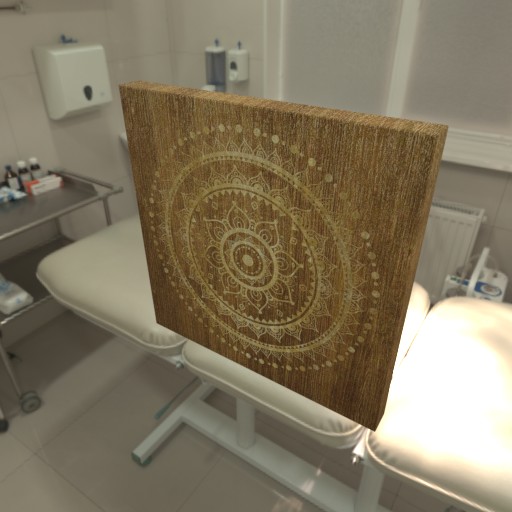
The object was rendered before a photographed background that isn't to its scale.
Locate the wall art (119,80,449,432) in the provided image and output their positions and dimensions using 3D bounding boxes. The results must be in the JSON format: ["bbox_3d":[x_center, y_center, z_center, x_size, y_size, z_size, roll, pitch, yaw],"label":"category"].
[{"bbox_3d":[0.000,0.000,0.598,0.406,0.403,0.039,19,36,28],"label":"wall art"}]
